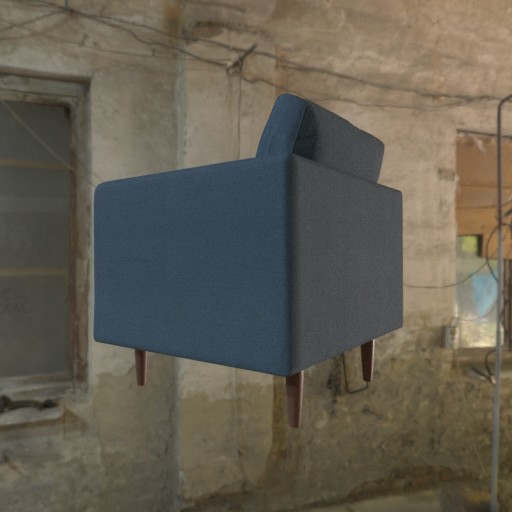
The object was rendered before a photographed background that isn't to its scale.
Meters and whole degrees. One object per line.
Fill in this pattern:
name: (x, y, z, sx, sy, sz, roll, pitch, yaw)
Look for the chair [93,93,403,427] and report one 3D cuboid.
chair: (0.000, 0.000, 1.609, 0.820, 0.922, 0.855, 0, 1, 36)
